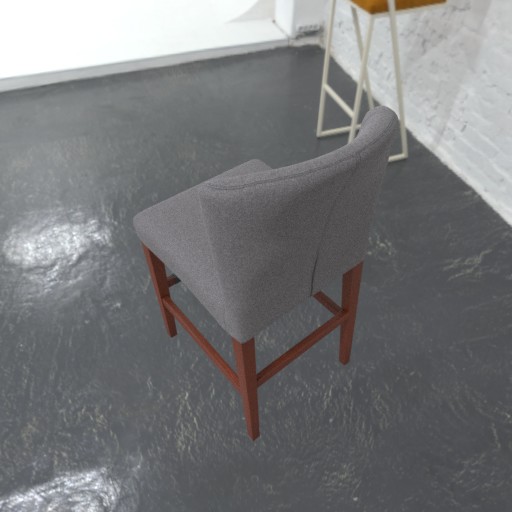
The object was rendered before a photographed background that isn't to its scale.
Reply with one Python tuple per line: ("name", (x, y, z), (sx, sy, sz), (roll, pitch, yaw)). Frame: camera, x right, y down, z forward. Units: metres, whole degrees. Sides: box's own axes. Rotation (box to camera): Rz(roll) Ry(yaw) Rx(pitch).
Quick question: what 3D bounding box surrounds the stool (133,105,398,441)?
("stool", (0.000, 0.000, 1.266), (0.481, 0.968, 0.568), (-31, 54, -26))
